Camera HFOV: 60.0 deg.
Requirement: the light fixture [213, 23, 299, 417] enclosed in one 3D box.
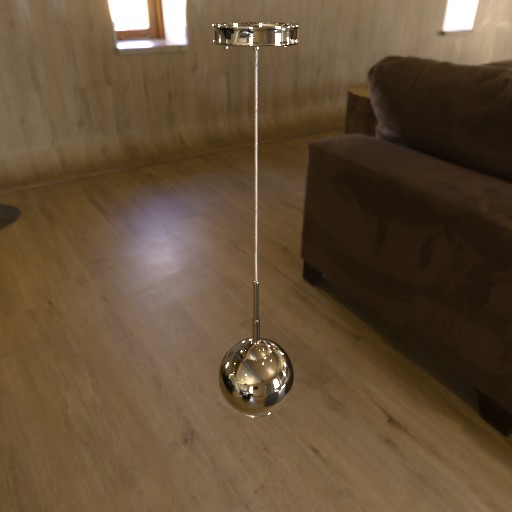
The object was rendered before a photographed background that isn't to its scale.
[{"bbox_3d":[0.000,0.000,1.659,0.336,1.538,0.336,-9,32,-15],"label":"light fixture"}]
